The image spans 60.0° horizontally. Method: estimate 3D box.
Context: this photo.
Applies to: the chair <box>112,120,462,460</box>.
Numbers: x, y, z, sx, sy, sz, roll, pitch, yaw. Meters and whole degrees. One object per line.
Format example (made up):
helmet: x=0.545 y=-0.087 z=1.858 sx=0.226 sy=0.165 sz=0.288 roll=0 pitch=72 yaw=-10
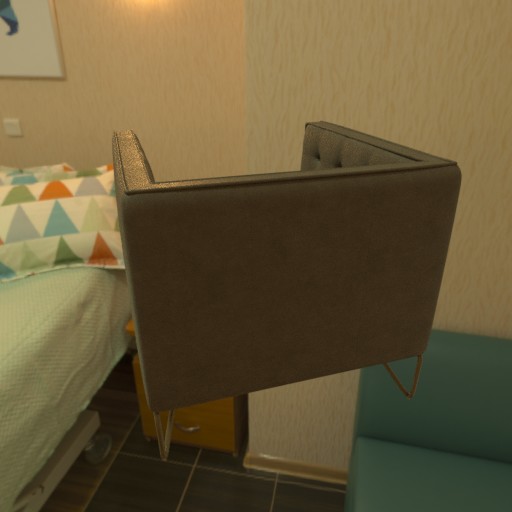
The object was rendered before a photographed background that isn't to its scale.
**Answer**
chair: x=0.000 y=0.000 z=1.557 sx=0.880 sy=0.790 sz=0.894 roll=-8 pitch=26 yaw=-16
